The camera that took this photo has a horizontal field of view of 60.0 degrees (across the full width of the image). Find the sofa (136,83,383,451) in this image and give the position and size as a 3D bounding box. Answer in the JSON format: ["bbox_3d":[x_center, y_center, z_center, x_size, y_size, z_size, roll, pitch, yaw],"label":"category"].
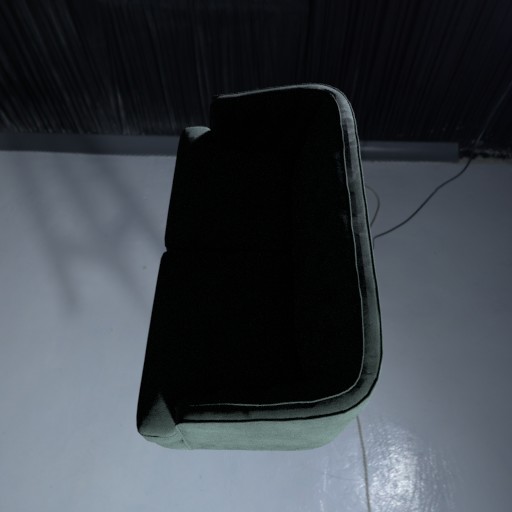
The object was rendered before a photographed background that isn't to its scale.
[{"bbox_3d":[0.000,0.000,2.199,0.941,0.855,1.733,1,59,1],"label":"sofa"}]
